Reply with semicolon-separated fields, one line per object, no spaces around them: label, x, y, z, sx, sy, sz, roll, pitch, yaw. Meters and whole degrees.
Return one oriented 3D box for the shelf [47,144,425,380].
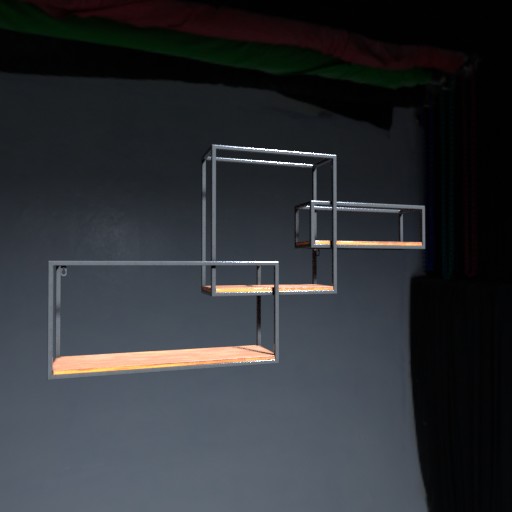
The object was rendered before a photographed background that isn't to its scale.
shelf;0.000;0.000;2.120;1.781;0.972;0.275;0;-1;-18
